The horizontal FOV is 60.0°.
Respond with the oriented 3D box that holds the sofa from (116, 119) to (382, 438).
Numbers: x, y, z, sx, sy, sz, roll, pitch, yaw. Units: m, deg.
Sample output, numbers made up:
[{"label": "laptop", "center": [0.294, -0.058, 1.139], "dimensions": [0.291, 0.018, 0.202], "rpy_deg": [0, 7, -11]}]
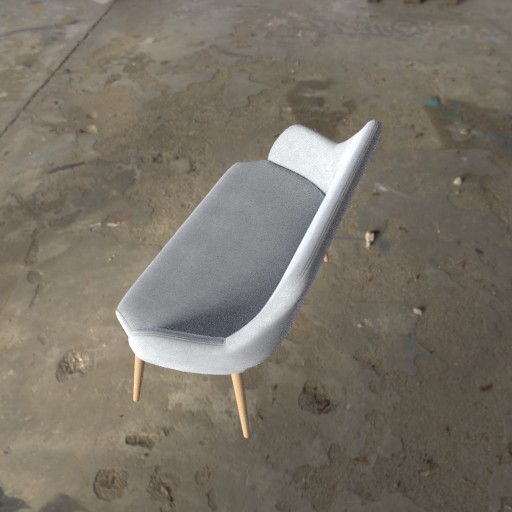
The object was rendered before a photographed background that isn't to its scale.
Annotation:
[{"label": "sofa", "center": [0.000, 0.000, 1.628], "dimensions": [0.610, 0.840, 1.150], "rpy_deg": [18, 49, 16]}]
